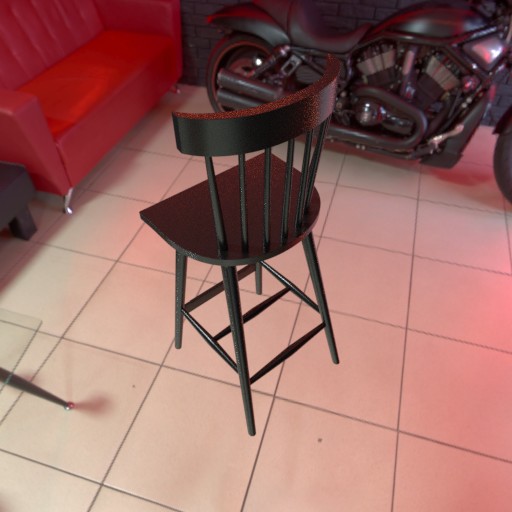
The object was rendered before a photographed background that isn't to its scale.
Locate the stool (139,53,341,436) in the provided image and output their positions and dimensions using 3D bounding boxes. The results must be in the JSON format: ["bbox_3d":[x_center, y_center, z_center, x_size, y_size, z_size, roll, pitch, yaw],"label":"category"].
[{"bbox_3d":[0.000,0.000,1.345,0.482,1.092,0.483,-31,53,-27],"label":"stool"}]
